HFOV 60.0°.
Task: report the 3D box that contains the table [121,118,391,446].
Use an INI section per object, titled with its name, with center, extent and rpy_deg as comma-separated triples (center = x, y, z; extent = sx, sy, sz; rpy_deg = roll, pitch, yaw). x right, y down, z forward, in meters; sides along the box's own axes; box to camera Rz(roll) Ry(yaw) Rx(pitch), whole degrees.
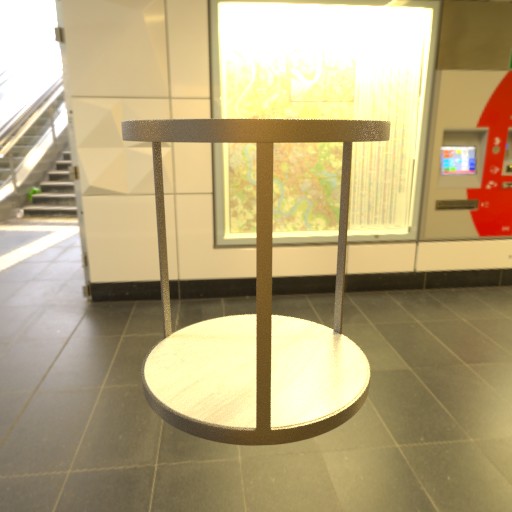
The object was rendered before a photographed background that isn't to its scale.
[table]
center = 0.000, 0.000, 0.827
extent = 0.445, 0.479, 0.445
rpy_deg = 0, 16, 0
